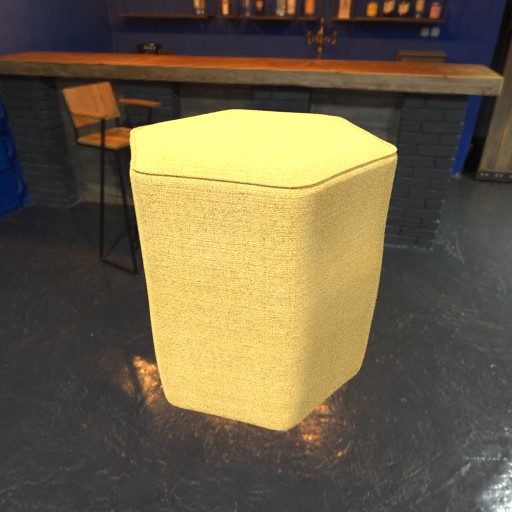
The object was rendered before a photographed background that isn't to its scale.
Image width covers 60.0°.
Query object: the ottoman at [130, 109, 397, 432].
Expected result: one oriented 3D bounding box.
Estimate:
[{"bbox_3d":[0.000,0.000,0.905,0.494,0.502,0.443,8,31,14],"label":"ottoman"}]
